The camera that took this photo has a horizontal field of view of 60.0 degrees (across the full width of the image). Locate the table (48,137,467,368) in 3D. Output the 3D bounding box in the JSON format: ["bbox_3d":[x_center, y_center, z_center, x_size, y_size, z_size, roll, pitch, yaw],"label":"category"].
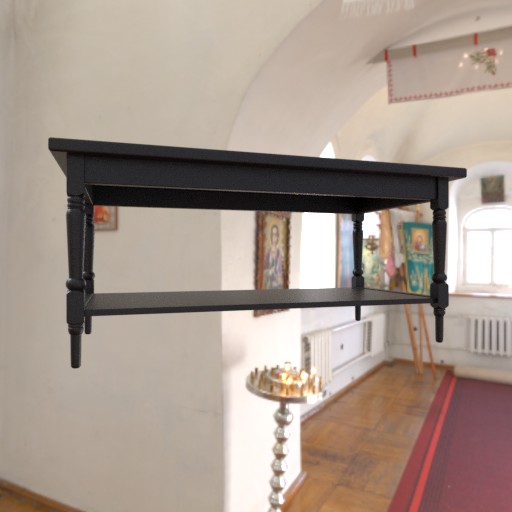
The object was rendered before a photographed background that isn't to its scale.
[{"bbox_3d":[0.000,0.000,1.377,1.107,0.510,0.550,0,0,-18],"label":"table"}]
